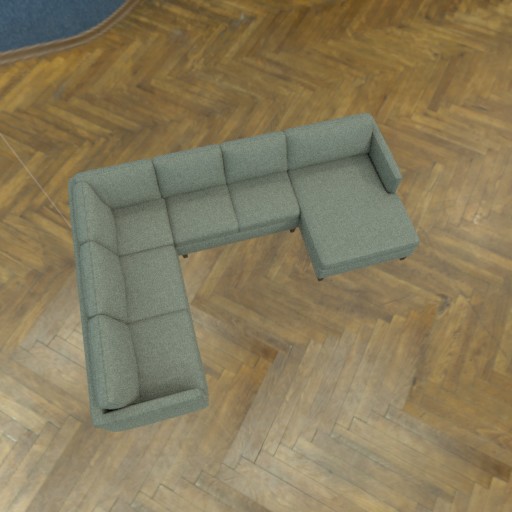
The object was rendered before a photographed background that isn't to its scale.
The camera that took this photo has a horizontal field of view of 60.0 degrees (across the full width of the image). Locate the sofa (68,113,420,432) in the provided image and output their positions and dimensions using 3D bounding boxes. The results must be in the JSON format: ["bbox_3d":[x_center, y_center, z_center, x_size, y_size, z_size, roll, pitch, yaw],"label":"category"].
[{"bbox_3d":[0.000,0.000,4.477,3.403,0.889,2.551,-14,65,-7],"label":"sofa"}]
